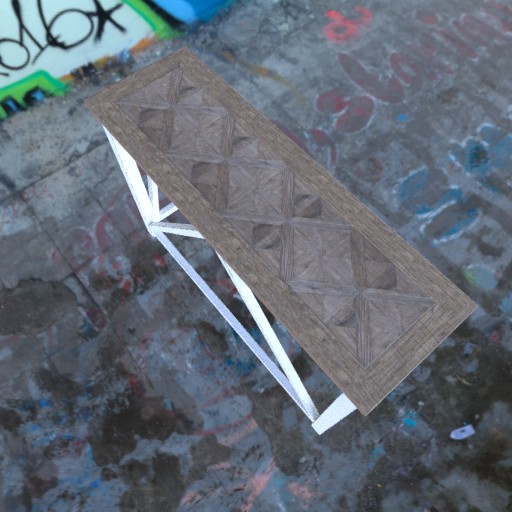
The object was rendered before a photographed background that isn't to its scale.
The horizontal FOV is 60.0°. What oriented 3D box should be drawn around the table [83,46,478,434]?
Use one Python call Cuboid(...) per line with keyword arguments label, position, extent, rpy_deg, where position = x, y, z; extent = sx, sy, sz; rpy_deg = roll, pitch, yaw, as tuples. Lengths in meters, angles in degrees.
Cuboid(label="table", position=(0.000, 0.000, 1.829), extent=(0.450, 0.930, 1.400), rpy_deg=(-37, 69, -17))
